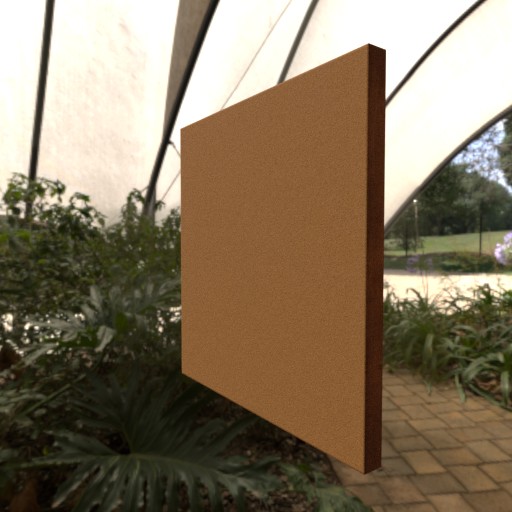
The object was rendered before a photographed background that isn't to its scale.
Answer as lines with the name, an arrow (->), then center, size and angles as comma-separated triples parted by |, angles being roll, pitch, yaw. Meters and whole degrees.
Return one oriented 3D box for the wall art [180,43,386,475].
wall art -> 0.000, 0.000, 0.822 | 0.037, 0.572, 0.554 | -2, 3, -35
